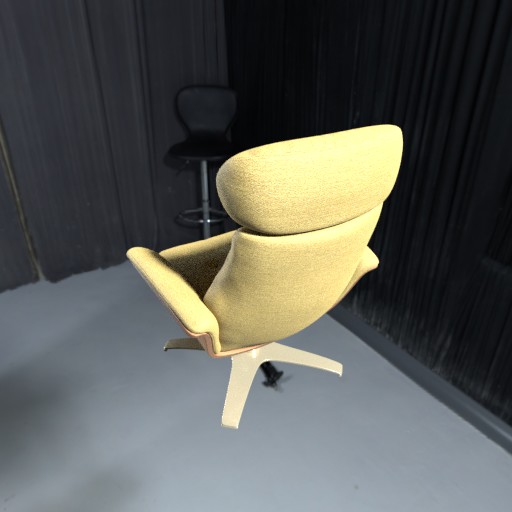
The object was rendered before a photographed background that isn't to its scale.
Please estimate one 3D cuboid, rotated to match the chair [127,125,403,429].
[{"bbox_3d":[0.000,0.000,1.543,0.785,0.995,0.837,-17,34,-28],"label":"chair"}]
